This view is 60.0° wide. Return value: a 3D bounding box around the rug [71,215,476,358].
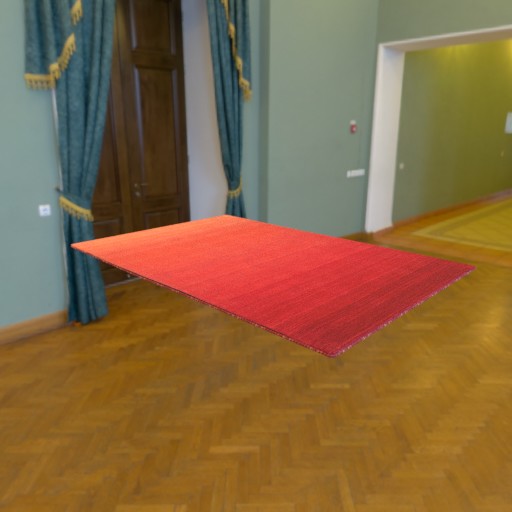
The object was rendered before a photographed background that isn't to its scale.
[{"bbox_3d":[0.000,0.000,2.370,1.835,0.018,1.230,16,23,42],"label":"rug"}]
